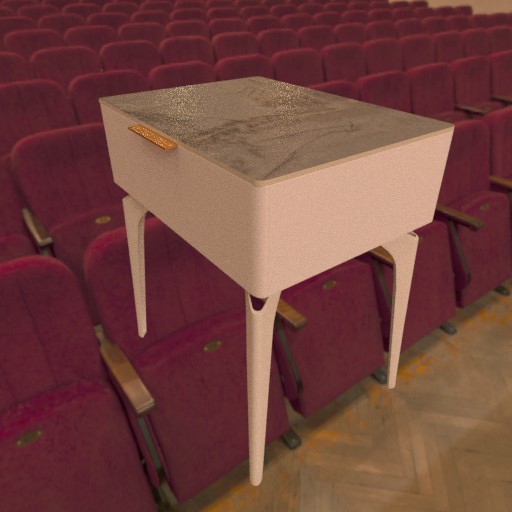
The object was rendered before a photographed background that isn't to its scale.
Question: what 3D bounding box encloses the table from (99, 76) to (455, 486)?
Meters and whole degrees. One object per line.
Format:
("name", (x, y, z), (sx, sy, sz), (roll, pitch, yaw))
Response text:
("table", (0.000, 0.000, 0.890), (0.400, 0.570, 0.500), (-21, 38, -30))
